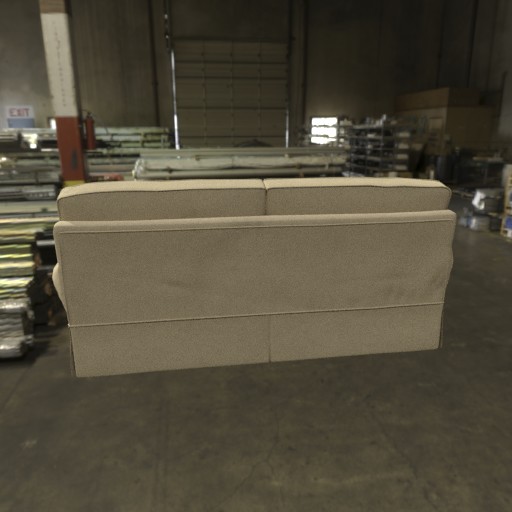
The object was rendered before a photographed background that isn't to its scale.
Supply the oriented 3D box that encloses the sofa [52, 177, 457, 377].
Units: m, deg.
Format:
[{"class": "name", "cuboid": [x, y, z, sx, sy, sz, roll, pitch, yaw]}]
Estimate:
[{"class": "sofa", "cuboid": [0.000, 0.000, 2.775, 2.246, 1.014, 0.900, -2, 16, -9]}]
